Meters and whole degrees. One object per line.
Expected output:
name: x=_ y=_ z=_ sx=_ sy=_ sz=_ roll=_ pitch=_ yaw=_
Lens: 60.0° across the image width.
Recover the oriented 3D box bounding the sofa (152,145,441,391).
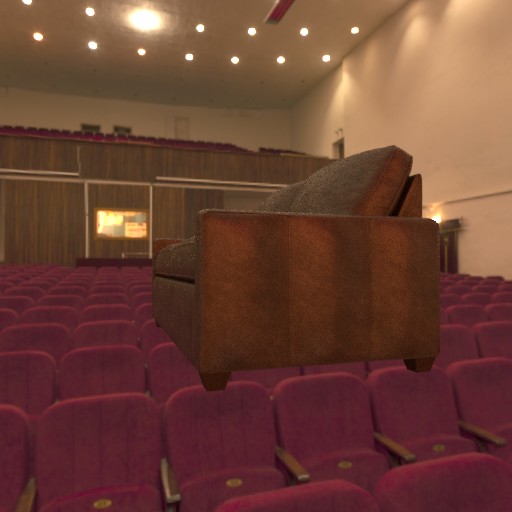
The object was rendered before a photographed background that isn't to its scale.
sofa: x=0.000 y=0.000 z=2.356 sx=0.939 sy=0.916 sz=1.732 roll=0 pitch=-1 yaw=-18
